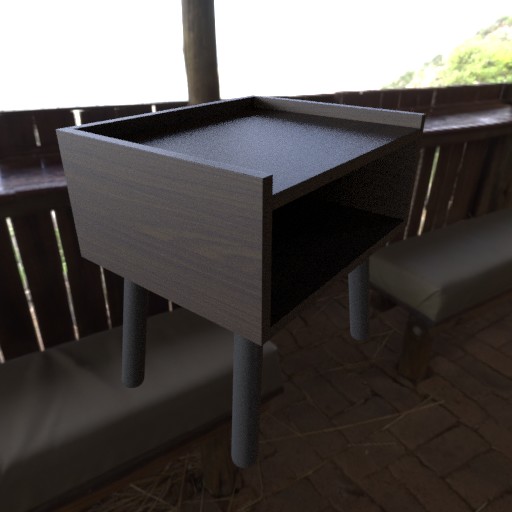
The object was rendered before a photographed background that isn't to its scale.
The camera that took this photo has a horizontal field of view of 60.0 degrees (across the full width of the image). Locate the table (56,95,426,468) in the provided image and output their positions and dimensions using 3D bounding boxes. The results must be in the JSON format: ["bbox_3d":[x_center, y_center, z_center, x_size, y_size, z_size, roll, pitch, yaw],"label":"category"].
[{"bbox_3d":[0.000,0.000,0.793,0.370,0.470,0.450,20,33,33],"label":"table"}]
